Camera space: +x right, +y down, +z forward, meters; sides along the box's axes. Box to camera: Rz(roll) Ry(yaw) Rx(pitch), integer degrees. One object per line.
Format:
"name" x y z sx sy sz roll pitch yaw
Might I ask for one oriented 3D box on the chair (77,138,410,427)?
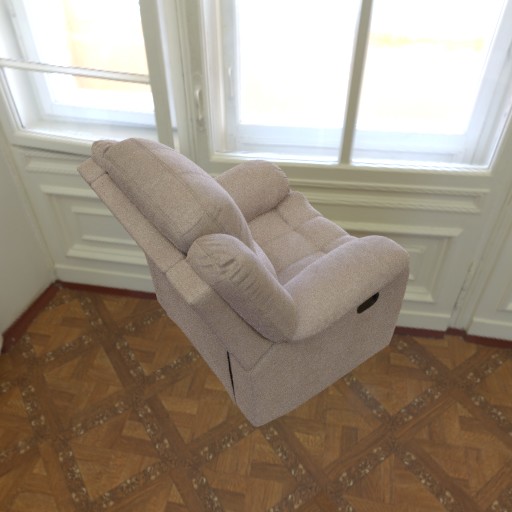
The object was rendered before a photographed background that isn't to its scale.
"chair" 0.000 0.000 1.702 0.944 1.008 0.899 -25 46 -26
